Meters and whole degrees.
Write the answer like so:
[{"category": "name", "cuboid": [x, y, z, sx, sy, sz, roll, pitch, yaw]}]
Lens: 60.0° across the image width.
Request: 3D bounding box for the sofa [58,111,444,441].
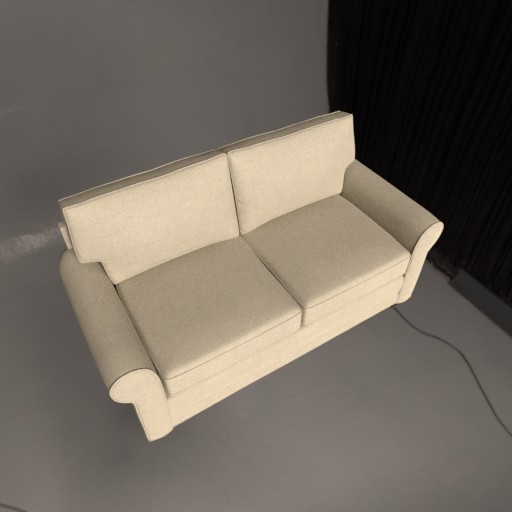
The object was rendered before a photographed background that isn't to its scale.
[{"category": "sofa", "cuboid": [0.000, 0.000, 2.264, 1.774, 0.933, 0.861, -23, 50, -22]}]
